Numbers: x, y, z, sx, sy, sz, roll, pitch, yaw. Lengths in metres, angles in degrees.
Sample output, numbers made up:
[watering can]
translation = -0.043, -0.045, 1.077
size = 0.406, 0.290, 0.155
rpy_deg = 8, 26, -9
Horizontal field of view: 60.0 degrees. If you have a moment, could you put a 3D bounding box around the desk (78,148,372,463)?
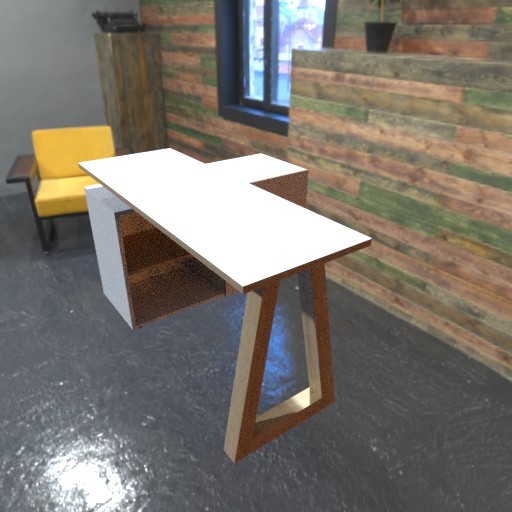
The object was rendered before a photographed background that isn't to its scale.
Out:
[desk]
translation = 0.000, 0.000, 2.091
size = 1.098, 0.755, 1.404
rpy_deg = -19, 33, -31
